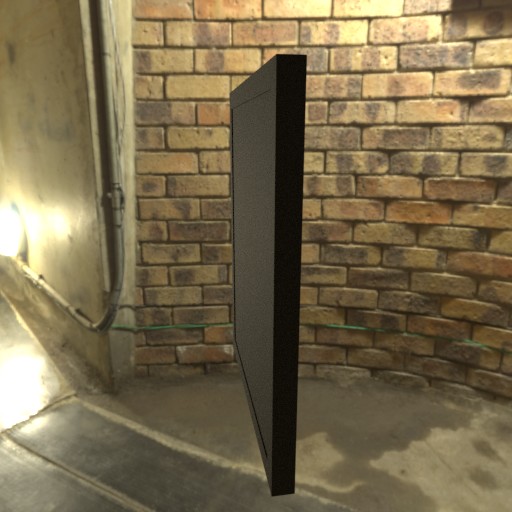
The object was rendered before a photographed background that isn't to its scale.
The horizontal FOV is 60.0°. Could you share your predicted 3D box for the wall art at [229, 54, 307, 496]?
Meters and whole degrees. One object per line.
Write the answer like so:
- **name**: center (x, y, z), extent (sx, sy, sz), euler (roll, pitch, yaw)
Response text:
- **wall art**: center (0.000, 0.000, 0.752), extent (0.033, 0.559, 0.457), euler (-2, 15, -9)
